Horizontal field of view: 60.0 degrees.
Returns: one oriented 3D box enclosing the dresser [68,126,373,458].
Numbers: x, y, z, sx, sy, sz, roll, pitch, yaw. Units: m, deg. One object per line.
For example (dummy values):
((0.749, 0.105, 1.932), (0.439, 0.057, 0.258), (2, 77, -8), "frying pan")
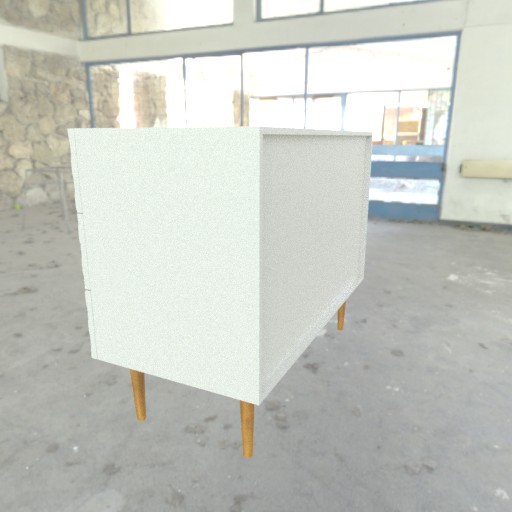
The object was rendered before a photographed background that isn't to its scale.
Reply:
((0.000, 0.000, 1.324), (0.457, 0.721, 0.905), (7, 17, 25), "dresser")
